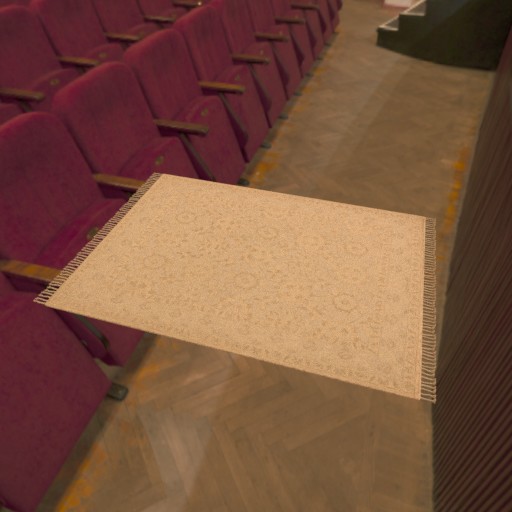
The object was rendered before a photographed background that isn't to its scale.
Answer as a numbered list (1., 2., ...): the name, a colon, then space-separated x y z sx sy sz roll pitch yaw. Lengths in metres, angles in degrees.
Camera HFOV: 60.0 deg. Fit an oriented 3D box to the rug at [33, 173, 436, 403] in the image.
1. rug: 0.000 0.000 2.286 1.771 0.015 1.223 11 42 13
